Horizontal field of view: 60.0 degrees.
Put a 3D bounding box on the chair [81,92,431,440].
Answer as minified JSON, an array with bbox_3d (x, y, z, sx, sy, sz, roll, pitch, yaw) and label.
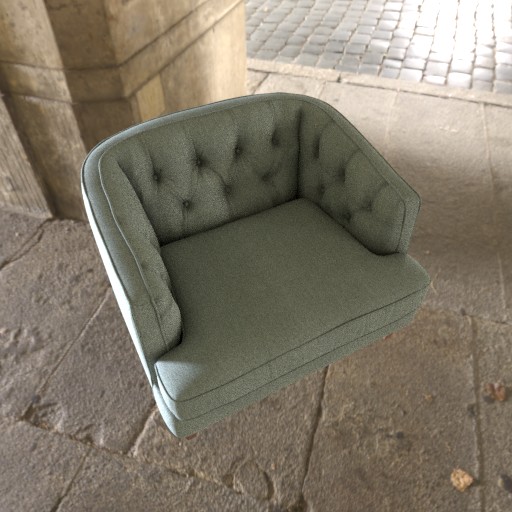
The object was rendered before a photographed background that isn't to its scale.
[{"bbox_3d":[0.000,0.000,1.749,1.094,0.852,0.945,-21,49,-19],"label":"chair"}]
